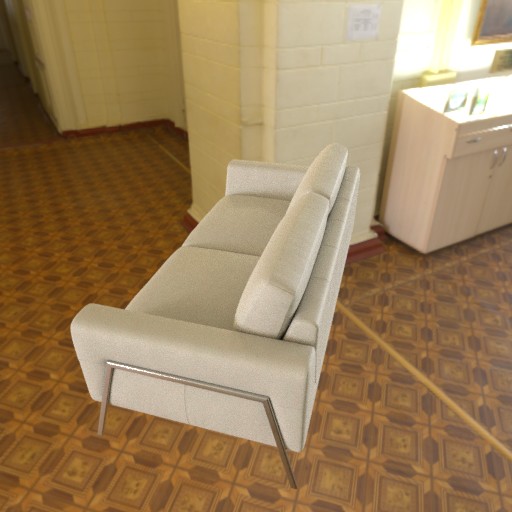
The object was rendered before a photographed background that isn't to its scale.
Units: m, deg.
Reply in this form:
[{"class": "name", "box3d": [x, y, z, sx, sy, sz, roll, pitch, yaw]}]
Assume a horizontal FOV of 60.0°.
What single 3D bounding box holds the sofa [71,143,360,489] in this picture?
[{"class": "sofa", "box3d": [0.000, 0.000, 2.504, 0.953, 0.875, 2.017, 9, 32, 14]}]
